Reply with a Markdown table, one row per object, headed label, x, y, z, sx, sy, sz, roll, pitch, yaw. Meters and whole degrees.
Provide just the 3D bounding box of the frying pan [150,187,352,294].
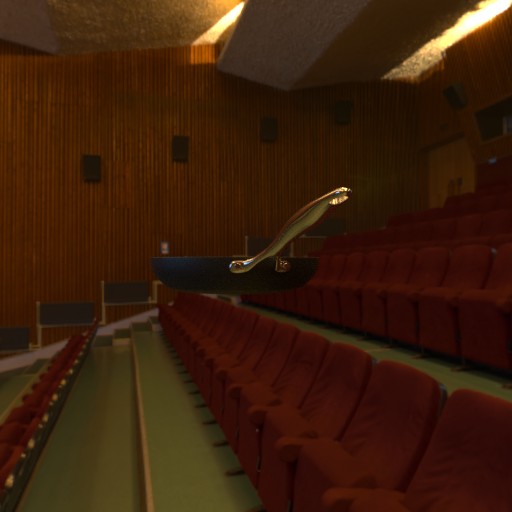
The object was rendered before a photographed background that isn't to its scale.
| label | x | y | z | sx | sy | sz | roll | pitch | yaw |
| --- | --- | --- | --- | --- | --- | --- | --- | --- | --- |
| frying pan | 0.000 | 0.000 | 0.578 | 0.255 | 0.105 | 0.472 | 0 | -1 | -17 |
